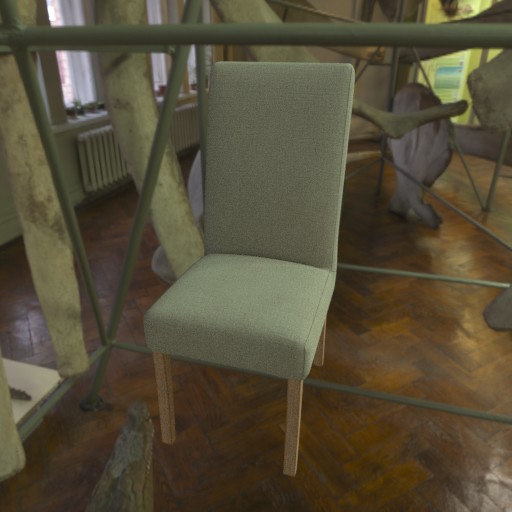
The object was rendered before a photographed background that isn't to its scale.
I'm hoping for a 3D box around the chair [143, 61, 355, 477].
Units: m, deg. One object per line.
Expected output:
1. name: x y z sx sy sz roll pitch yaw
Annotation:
1. chair: 0.000 0.000 1.319 0.450 1.033 0.611 8 27 15
